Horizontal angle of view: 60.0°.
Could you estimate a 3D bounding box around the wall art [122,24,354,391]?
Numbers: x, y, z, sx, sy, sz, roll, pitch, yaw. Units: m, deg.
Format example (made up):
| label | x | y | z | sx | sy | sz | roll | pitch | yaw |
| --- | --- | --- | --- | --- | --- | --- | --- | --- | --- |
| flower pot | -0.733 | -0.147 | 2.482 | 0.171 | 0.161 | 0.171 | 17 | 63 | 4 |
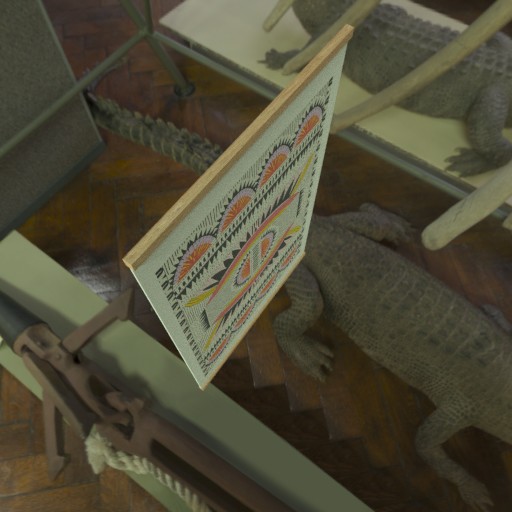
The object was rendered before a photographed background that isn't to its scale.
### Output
| label | x | y | z | sx | sy | sz | roll | pitch | yaw |
| --- | --- | --- | --- | --- | --- | --- | --- | --- | --- |
| wall art | 0.000 | 0.000 | 1.864 | 0.028 | 1.533 | 0.999 | 33 | 67 | 15 |
